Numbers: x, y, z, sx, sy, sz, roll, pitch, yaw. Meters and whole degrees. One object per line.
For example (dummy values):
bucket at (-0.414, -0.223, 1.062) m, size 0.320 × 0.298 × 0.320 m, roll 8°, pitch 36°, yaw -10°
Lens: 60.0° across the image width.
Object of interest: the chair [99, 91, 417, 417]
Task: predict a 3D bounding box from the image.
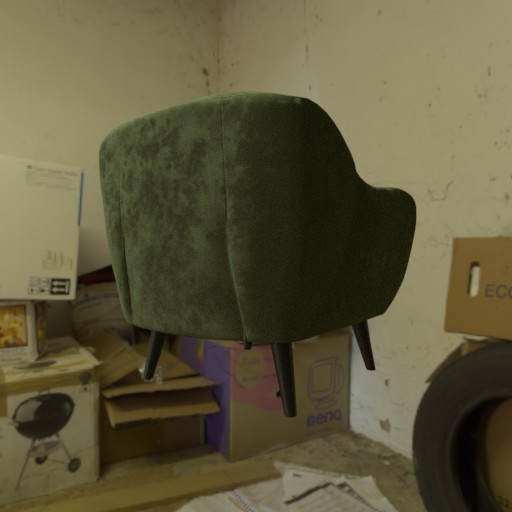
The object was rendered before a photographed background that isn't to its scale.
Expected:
chair at (0.000, 0.000, 1.472) m, size 0.840 × 0.804 × 0.819 m, roll 1°, pitch 1°, yaw 36°
